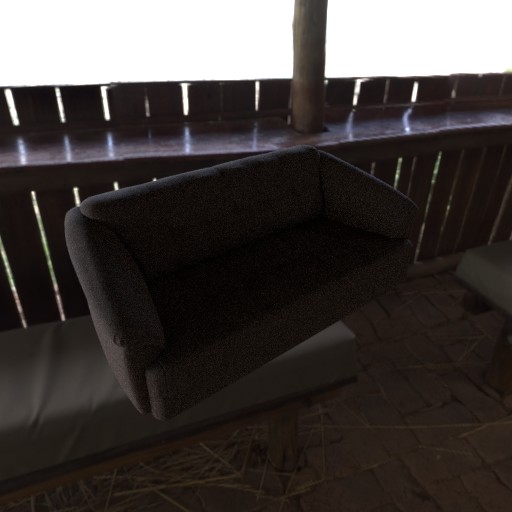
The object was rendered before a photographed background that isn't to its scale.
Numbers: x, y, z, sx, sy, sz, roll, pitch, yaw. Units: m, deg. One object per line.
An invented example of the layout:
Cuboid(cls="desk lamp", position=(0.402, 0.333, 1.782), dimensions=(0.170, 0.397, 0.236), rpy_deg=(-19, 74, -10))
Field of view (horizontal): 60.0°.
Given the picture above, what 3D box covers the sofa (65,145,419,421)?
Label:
Cuboid(cls="sofa", position=(0.000, 0.000, 2.350), dimensions=(1.849, 0.790, 0.887), rpy_deg=(-22, 37, -33))
